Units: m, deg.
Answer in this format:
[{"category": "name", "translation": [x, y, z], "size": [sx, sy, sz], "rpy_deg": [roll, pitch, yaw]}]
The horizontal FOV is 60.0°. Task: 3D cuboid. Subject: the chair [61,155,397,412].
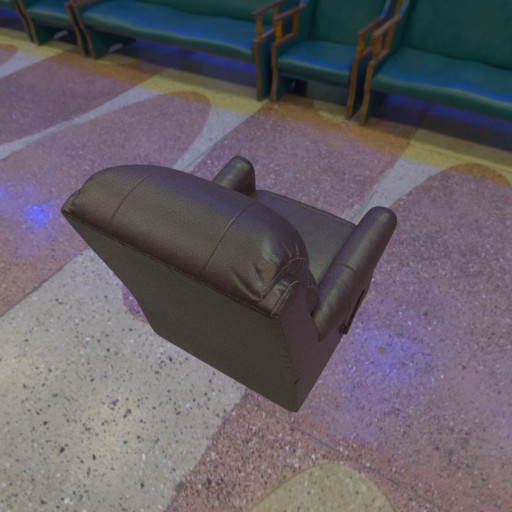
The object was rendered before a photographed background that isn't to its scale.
[{"category": "chair", "translation": [0.000, 0.000, 1.762], "size": [0.838, 1.054, 1.014], "rpy_deg": [24, 51, 22]}]
